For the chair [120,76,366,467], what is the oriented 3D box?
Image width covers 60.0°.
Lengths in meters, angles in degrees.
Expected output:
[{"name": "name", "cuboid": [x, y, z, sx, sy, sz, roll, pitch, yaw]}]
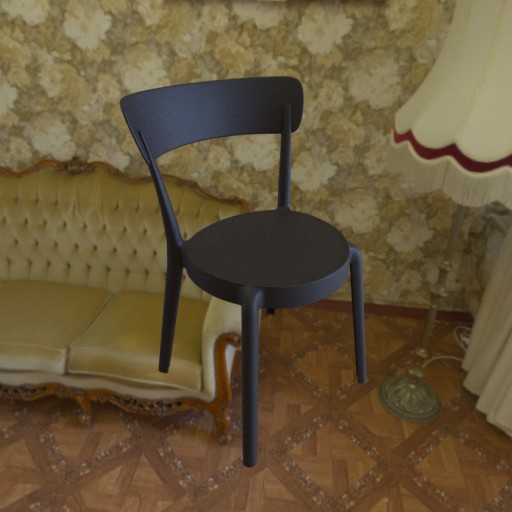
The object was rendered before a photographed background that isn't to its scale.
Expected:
[{"name": "chair", "cuboid": [0.000, 0.000, 1.137, 0.506, 0.790, 0.491, -23, 37, -34]}]
